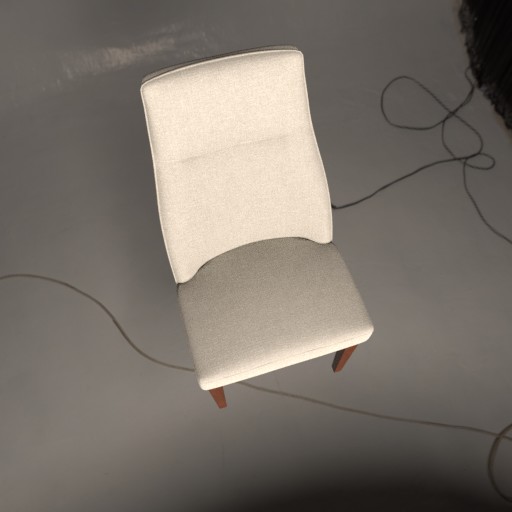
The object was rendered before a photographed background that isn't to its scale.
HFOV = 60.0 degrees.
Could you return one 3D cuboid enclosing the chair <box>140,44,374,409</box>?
[{"bbox_3d":[0.000,0.000,1.282,0.500,0.930,0.620,-15,65,-7],"label":"chair"}]
